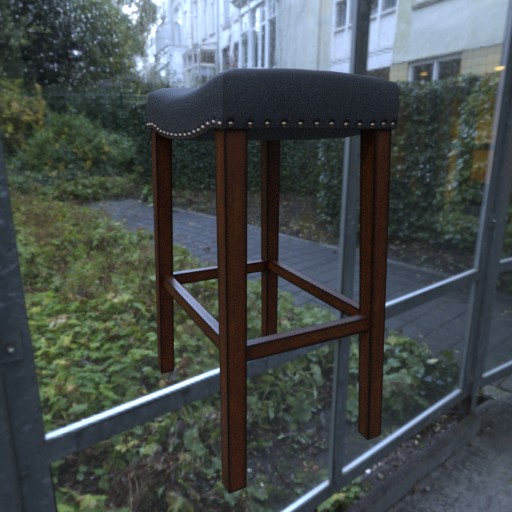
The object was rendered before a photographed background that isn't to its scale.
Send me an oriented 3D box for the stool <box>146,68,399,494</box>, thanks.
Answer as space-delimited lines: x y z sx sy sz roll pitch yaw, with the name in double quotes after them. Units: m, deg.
0.000 0.000 1.013 0.366 0.748 0.502 -8 18 -26 "stool"
